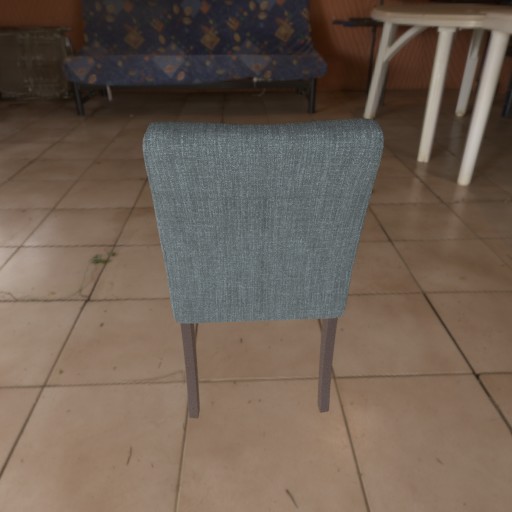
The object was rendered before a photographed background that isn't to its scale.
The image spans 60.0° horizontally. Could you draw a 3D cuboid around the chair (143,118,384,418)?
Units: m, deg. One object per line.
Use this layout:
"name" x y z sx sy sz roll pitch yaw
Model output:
"chair" 0.000 0.000 1.269 0.487 0.884 0.629 -2 30 -3
